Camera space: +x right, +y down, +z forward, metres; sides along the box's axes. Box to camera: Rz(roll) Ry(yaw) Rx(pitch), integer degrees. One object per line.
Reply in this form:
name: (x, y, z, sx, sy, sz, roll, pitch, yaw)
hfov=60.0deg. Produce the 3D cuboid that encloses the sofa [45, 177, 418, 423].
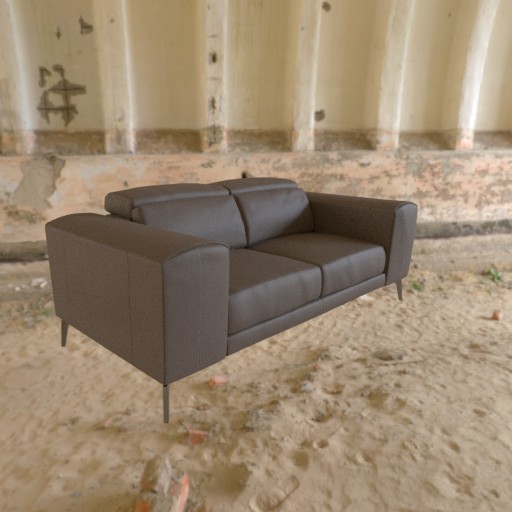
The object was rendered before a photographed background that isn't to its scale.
sofa: (0.000, 0.000, 2.465, 1.003, 0.779, 1.895, 14, 20, 43)
